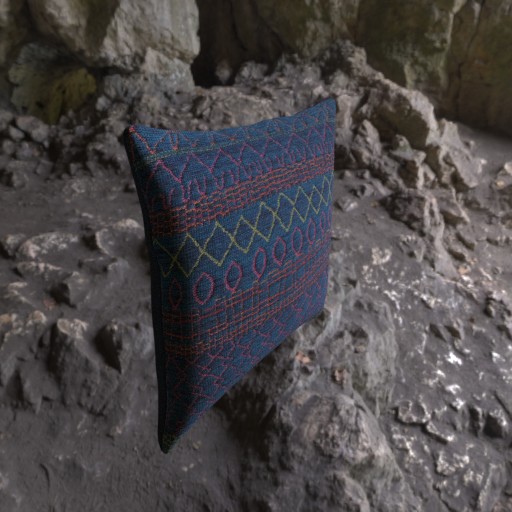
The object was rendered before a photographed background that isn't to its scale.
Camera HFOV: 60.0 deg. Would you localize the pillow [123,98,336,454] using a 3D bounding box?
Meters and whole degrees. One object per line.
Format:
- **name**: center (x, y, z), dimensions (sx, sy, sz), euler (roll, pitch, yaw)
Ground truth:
- **pillow**: center (0.000, 0.000, 0.667), dimensions (0.141, 0.431, 0.431), euler (17, 30, 32)
